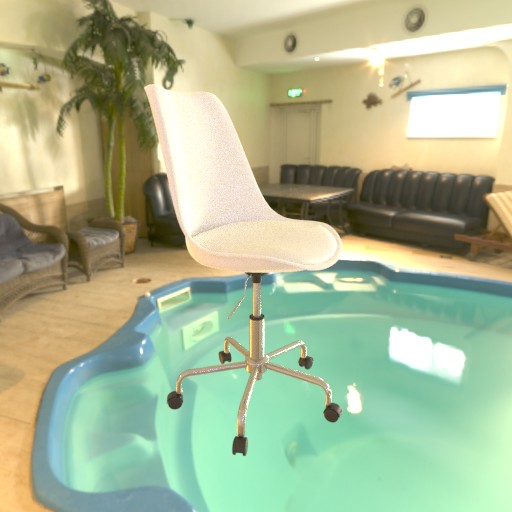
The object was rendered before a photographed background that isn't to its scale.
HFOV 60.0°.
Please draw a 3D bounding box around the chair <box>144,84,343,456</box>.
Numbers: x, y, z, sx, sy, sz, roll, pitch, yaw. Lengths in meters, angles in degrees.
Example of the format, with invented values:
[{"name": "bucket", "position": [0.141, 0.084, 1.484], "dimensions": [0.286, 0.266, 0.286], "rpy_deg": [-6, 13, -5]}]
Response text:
[{"name": "chair", "position": [0.000, 0.000, 1.282], "dimensions": [0.550, 0.930, 0.550], "rpy_deg": [8, 17, 26]}]
